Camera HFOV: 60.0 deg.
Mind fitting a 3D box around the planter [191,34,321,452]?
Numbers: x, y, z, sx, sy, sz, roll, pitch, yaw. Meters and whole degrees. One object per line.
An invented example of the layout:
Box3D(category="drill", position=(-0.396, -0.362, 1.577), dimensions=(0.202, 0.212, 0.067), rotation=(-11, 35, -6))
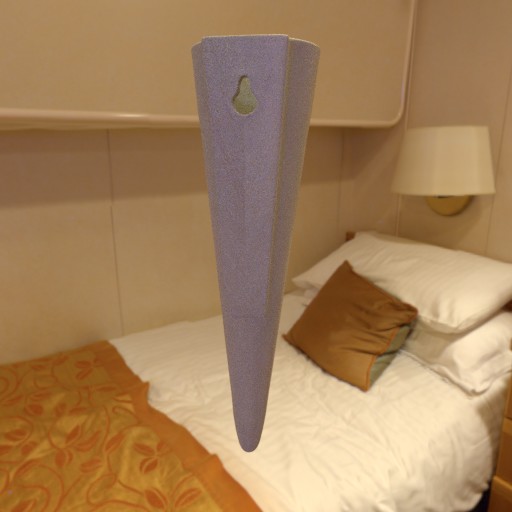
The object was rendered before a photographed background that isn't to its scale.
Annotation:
Box3D(category="planter", position=(0.000, 0.000, 0.224), dimensions=(0.057, 0.191, 0.064), rotation=(2, 16, 8))
